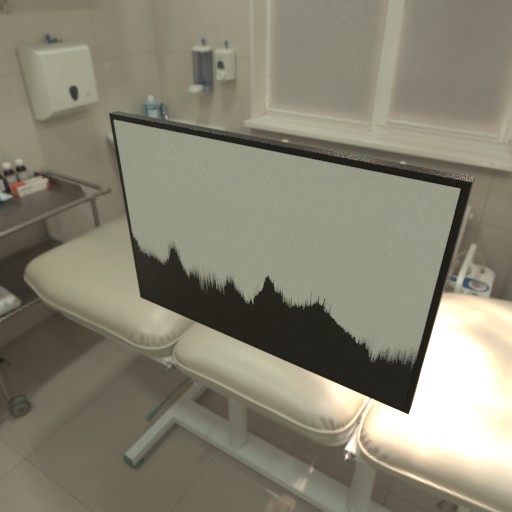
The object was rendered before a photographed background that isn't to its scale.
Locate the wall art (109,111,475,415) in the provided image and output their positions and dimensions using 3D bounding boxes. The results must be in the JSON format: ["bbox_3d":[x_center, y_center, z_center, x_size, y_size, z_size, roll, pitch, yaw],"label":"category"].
[{"bbox_3d":[0.000,0.000,0.835,0.659,0.446,0.022,18,36,27],"label":"wall art"}]
